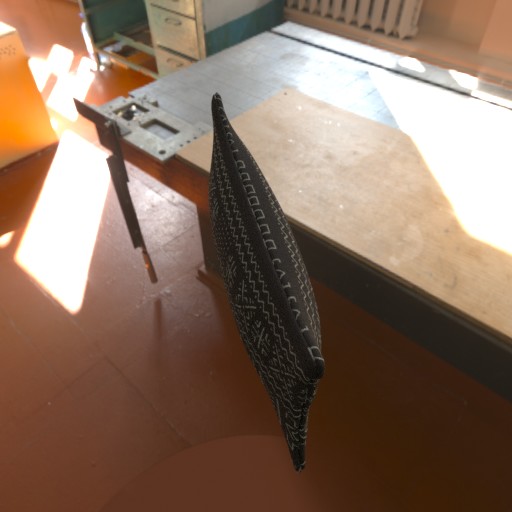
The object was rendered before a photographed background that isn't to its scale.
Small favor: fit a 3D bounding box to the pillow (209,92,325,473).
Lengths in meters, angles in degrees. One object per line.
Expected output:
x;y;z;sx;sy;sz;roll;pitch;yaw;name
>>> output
0.000;0.000;0.813;0.135;0.322;0.667;-10;47;-9;pillow
